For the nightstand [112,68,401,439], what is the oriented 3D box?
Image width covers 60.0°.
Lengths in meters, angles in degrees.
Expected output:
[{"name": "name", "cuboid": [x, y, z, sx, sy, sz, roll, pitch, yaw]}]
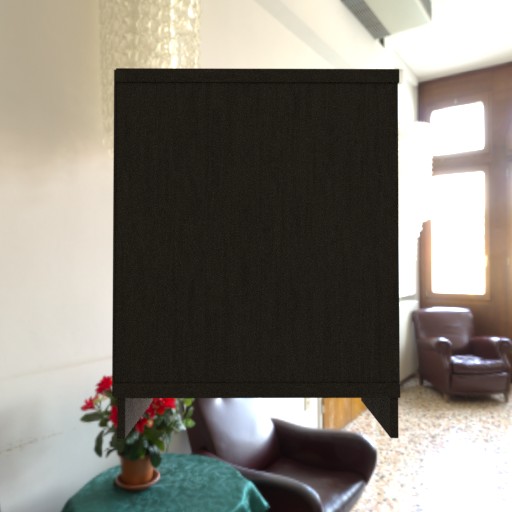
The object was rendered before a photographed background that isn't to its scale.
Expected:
[{"name": "nightstand", "cuboid": [0.000, 0.000, 0.747, 0.347, 0.448, 0.427, 0, -1, 0]}]
